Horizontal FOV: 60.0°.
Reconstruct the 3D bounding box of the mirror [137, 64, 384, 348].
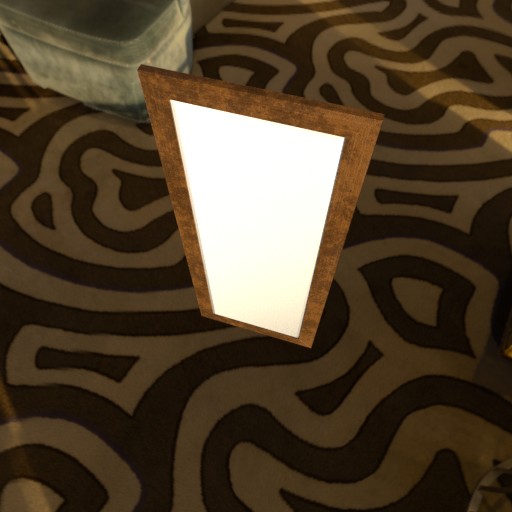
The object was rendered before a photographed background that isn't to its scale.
[{"bbox_3d":[0.000,0.000,2.278,0.812,2.031,0.032,15,60,9],"label":"mirror"}]
